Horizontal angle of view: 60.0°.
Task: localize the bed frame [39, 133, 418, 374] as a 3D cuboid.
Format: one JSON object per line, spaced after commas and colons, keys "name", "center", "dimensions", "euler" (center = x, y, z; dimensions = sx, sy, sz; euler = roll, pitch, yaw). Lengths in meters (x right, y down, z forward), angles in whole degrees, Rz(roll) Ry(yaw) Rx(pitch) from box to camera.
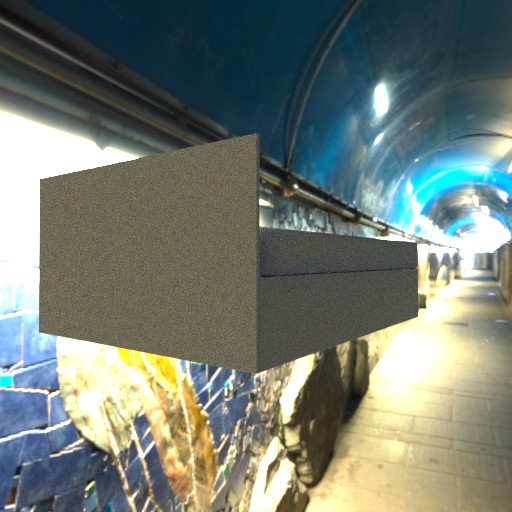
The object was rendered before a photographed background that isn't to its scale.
{"name": "bed frame", "center": [0.000, 0.000, 2.652], "dimensions": [1.400, 0.800, 1.900], "euler": [0, -1, 36]}
